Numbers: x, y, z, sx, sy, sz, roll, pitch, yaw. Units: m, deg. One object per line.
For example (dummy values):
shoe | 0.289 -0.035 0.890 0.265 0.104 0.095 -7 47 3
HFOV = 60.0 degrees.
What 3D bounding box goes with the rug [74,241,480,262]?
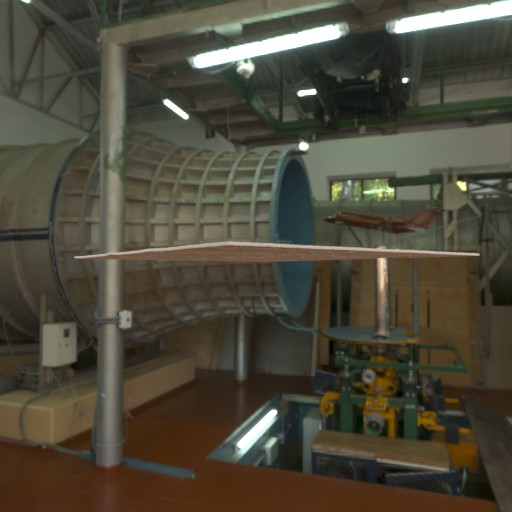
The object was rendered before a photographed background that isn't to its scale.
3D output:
rug | 0.000 0.000 0.904 0.548 0.006 0.639 2 -3 -37
